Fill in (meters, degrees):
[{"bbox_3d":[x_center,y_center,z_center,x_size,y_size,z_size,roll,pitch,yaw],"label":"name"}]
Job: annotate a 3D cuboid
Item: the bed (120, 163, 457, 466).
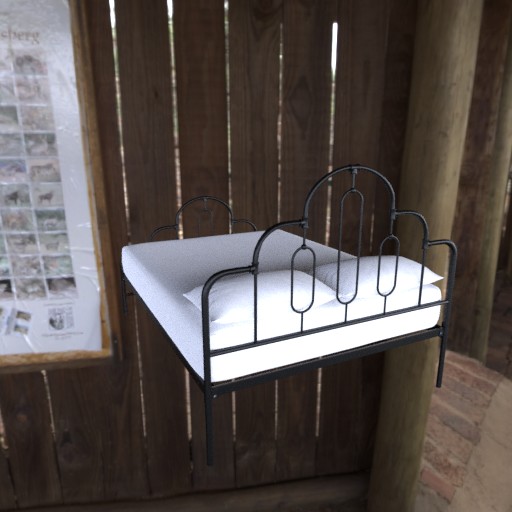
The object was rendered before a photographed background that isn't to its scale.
[{"bbox_3d":[0.000,0.000,3.287,1.626,1.444,2.181,-7,17,-26],"label":"bed"}]
